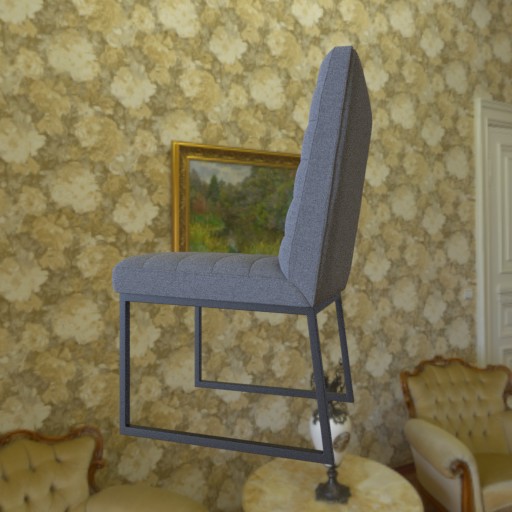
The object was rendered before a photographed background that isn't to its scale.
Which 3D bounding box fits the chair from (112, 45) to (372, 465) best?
[{"bbox_3d":[0.000,0.000,1.282,0.634,0.930,0.520,0,0,18],"label":"chair"}]
